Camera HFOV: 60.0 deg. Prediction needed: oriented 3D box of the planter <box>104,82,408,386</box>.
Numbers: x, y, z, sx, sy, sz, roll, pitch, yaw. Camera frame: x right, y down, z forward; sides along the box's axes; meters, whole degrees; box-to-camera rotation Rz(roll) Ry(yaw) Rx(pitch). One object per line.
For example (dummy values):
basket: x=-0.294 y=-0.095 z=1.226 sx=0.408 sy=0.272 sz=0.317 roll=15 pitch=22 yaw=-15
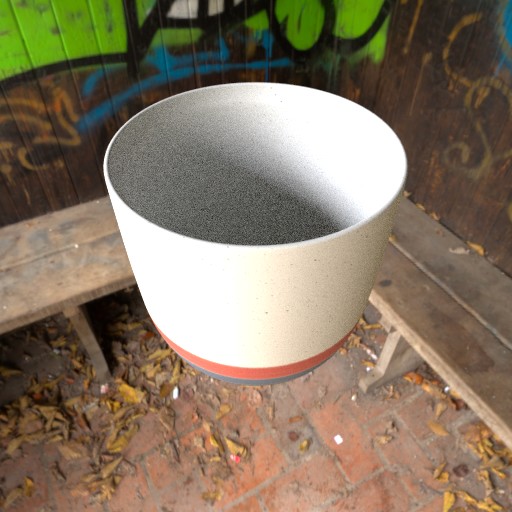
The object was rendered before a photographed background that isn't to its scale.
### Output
planter: x=0.000 y=0.000 z=0.380 sx=0.204 sy=0.214 sz=0.204 roll=0 pitch=45 yaw=0
